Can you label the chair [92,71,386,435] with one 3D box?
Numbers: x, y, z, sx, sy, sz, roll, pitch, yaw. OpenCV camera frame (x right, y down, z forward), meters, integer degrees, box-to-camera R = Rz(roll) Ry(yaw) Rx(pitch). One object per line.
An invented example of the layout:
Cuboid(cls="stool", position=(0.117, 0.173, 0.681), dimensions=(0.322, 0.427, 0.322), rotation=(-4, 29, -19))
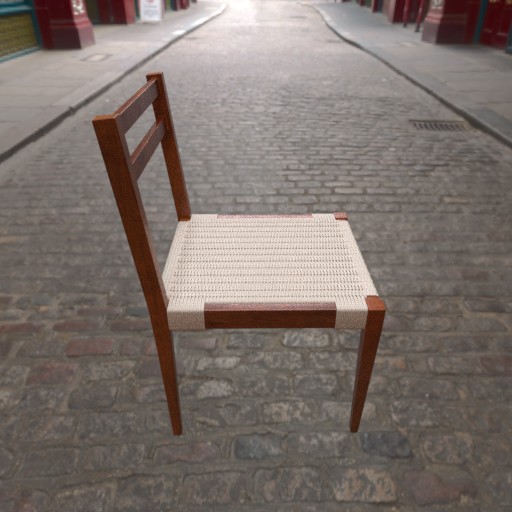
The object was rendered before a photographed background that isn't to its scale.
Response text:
Cuboid(cls="chair", position=(0.000, 0.000, 1.189), dimensions=(0.569, 0.851, 0.495), rotation=(0, 31, 0))
